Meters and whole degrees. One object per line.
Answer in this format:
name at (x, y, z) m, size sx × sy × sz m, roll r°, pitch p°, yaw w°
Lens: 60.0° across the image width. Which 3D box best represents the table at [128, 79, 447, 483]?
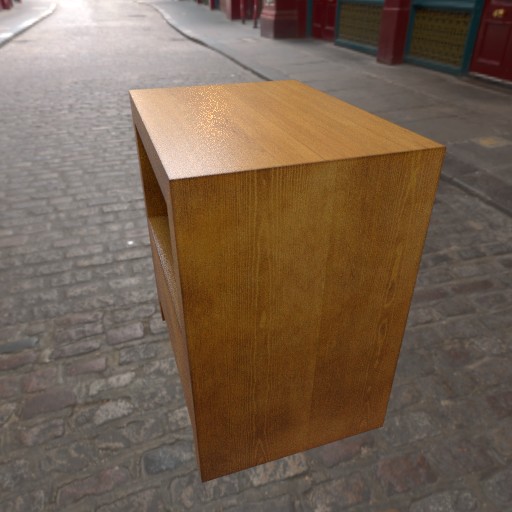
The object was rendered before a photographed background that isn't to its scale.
table at (0.000, 0.000, 0.953) m, size 0.400 × 0.605 × 0.550 m, roll -10°, pitch 33°, yaw -16°
